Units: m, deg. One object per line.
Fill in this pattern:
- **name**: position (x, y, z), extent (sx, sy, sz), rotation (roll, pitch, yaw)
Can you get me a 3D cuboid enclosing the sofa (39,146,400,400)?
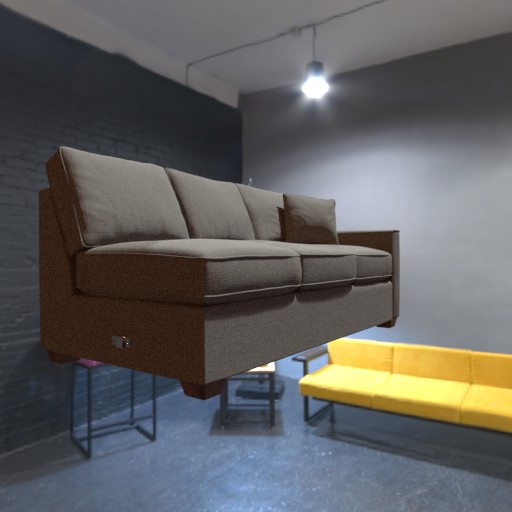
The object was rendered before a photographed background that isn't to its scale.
- **sofa**: position (0.000, 0.000, 2.463), extent (1.034, 0.946, 1.963), rotation (0, 0, 36)
